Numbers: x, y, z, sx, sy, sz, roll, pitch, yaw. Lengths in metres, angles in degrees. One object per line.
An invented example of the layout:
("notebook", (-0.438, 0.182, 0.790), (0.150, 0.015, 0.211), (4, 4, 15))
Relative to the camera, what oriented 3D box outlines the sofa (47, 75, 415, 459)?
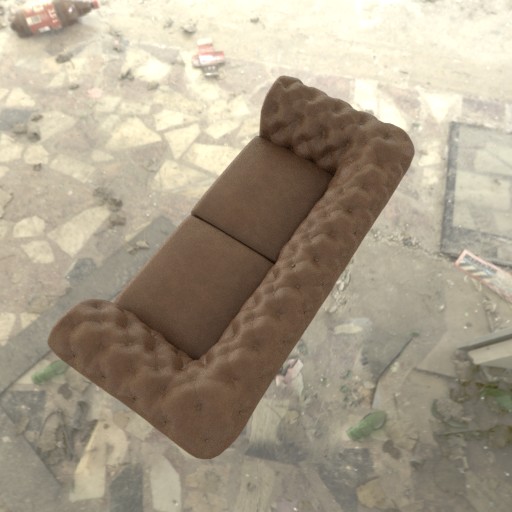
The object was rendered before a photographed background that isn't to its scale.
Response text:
("sofa", (0.000, 0.000, 2.506), (0.955, 0.784, 2.048), (31, 67, 14))
